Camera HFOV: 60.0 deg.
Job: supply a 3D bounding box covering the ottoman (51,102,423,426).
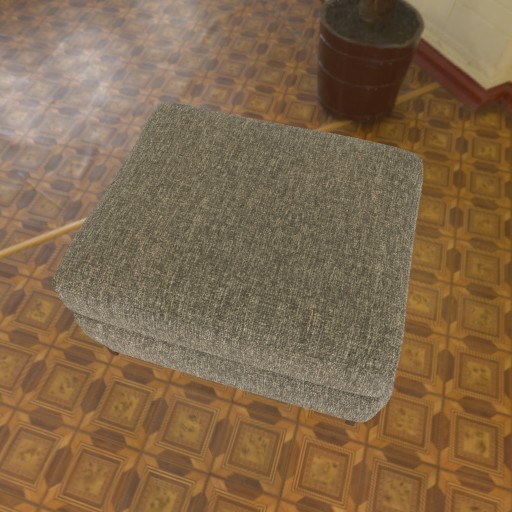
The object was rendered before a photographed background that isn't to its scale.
[{"bbox_3d":[0.000,0.000,1.223,0.828,0.480,0.683,14,59,9],"label":"ottoman"}]
